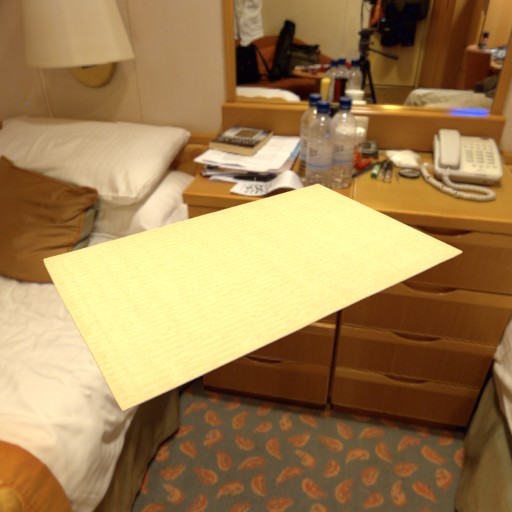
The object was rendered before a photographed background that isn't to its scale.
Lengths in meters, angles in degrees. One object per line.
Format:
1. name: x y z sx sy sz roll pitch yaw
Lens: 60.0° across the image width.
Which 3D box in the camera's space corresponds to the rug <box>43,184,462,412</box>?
1. rug: 0.000 0.000 3.022 2.441 0.014 1.531 -19 36 -29
